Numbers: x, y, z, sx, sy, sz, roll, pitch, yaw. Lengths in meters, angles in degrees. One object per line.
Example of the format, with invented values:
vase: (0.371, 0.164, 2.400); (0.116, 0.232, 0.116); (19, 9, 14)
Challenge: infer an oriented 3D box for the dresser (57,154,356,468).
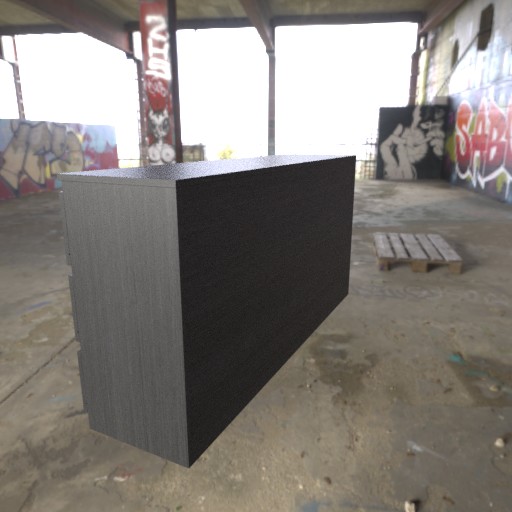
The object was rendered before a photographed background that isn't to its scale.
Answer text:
dresser: (0.000, 0.000, 1.900); (0.400, 0.795, 1.590); (8, 17, 26)
